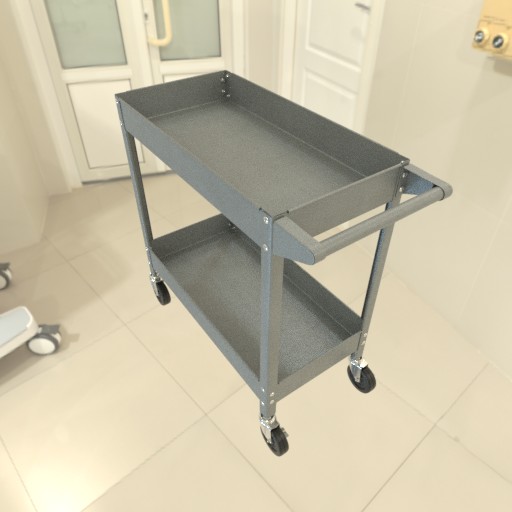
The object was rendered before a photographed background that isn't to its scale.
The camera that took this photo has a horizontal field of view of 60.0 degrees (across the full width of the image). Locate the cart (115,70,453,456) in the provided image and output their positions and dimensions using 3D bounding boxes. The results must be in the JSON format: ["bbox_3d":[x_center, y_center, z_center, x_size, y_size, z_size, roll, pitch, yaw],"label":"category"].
[{"bbox_3d":[0.000,0.000,1.190,0.366,0.719,0.779,-24,46,-26],"label":"cart"}]
